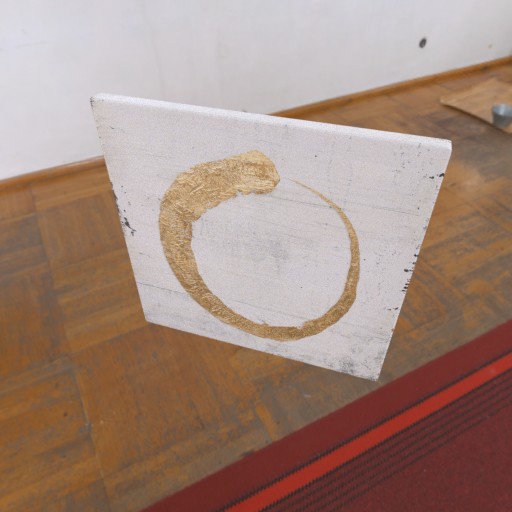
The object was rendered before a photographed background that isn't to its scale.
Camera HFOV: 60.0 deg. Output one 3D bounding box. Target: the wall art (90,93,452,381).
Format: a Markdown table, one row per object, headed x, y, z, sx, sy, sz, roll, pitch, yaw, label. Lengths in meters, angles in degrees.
| x | y | z | sx | sy | sz | roll | pitch | yaw | label |
| --- | --- | --- | --- | --- | --- | --- | --- | --- | --- |
| 0.000 | 0.000 | 1.157 | 0.762 | 0.762 | 0.038 | 12 | 43 | 13 | wall art |
